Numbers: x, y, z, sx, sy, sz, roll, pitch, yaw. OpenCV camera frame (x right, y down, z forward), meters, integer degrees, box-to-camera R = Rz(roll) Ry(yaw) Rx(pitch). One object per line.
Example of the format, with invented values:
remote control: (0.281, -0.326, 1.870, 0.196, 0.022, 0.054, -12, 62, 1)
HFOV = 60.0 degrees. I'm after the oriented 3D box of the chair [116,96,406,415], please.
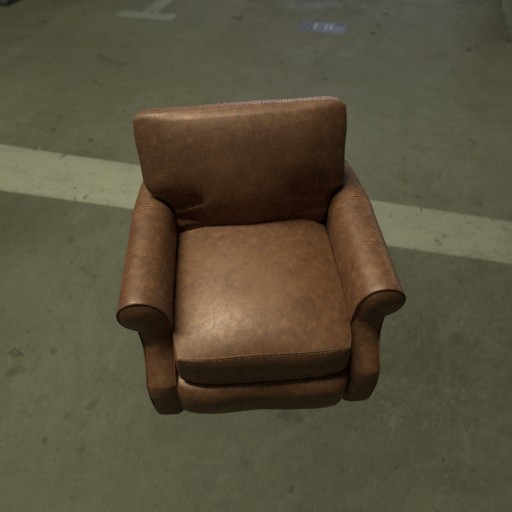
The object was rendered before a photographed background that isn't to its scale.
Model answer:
chair: (0.000, 0.000, 1.784, 0.996, 0.976, 1.002, -3, 46, -3)
